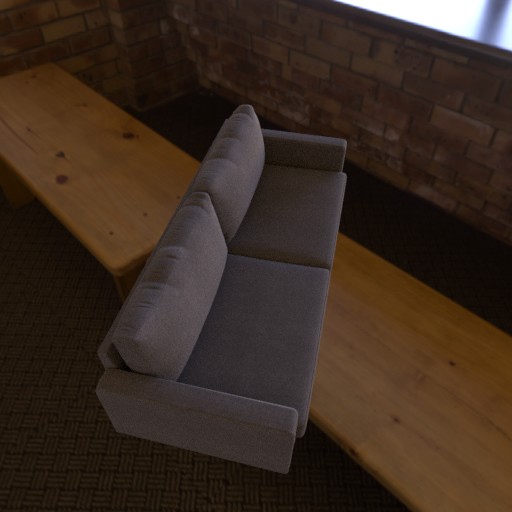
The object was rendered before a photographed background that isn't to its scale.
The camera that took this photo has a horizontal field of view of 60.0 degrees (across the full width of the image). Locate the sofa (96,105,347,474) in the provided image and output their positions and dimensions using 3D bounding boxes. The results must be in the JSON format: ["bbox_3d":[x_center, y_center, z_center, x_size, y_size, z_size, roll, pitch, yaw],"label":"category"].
[{"bbox_3d":[0.000,0.000,2.566,0.880,0.880,2.100,10,47,9],"label":"sofa"}]
